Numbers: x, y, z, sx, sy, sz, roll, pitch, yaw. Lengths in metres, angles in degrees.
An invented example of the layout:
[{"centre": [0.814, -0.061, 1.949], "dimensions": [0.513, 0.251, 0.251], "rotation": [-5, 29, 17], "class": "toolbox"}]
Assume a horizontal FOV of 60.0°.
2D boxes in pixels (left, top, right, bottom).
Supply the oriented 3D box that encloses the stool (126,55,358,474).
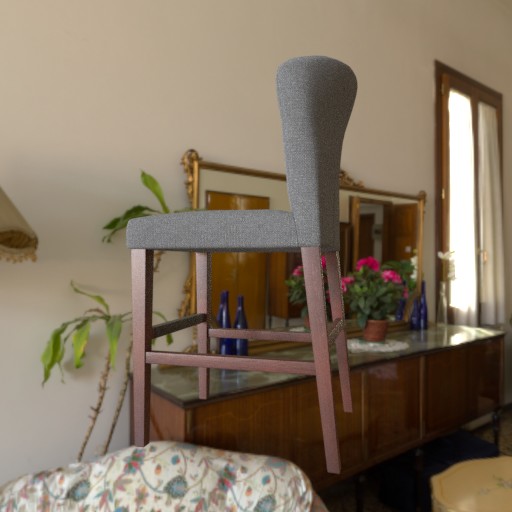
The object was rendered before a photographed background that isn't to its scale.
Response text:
[{"centre": [0.000, 0.000, 1.264], "dimensions": [0.568, 0.968, 0.479], "rotation": [0, -1, 16], "class": "stool"}]
